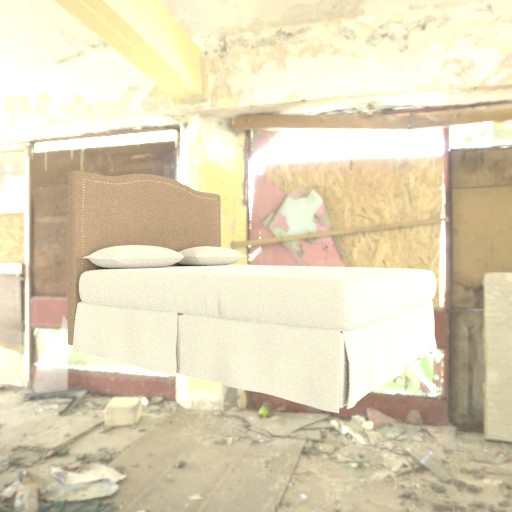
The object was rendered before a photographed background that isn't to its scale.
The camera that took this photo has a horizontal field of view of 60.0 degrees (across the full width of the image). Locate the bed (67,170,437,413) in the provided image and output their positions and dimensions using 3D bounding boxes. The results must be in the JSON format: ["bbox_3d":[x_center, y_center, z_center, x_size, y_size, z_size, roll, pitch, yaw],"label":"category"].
[{"bbox_3d":[0.000,0.000,3.381,2.282,1.436,1.821,0,1,35],"label":"bed"}]
